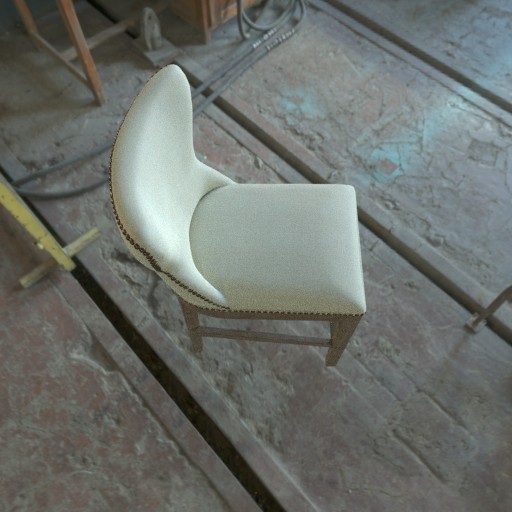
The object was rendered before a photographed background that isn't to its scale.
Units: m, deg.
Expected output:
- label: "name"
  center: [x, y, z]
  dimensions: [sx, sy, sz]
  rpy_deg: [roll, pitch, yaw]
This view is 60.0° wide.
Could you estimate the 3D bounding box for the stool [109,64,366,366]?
- label: "stool"
  center: [0.000, 0.000, 1.330]
  dimensions: [0.608, 0.981, 0.498]
  rpy_deg: [2, 62, 1]
